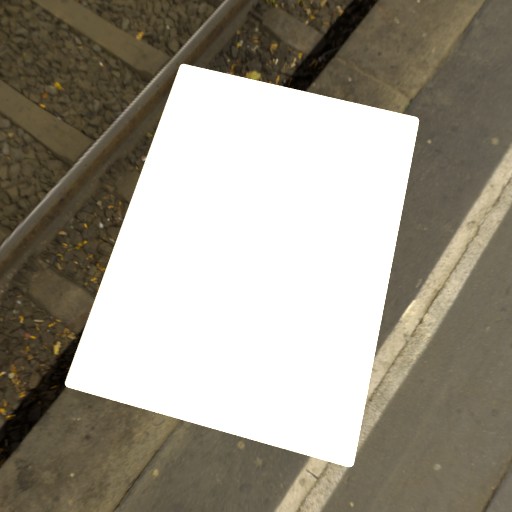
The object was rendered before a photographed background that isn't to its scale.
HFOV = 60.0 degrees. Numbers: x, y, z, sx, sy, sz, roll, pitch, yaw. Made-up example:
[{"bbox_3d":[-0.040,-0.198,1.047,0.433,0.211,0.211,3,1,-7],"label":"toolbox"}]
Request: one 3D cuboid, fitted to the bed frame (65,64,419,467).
[{"bbox_3d":[0.000,0.000,2.816,1.557,0.659,2.072,14,75,4],"label":"bed frame"}]
